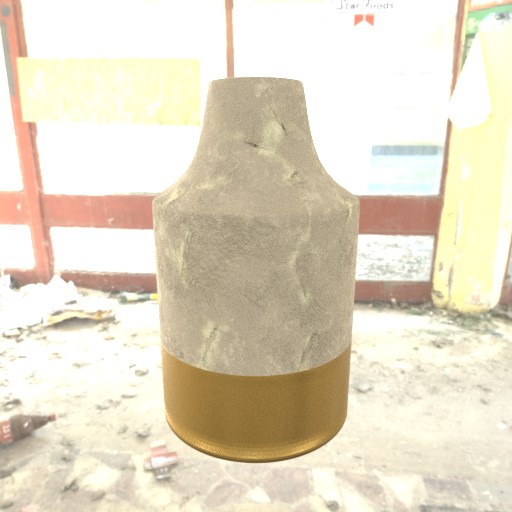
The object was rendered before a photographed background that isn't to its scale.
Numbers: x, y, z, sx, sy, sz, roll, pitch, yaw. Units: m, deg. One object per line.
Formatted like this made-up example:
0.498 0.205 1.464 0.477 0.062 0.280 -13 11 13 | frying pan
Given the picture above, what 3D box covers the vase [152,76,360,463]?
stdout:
0.000 0.000 0.415 0.184 0.305 0.184 0 15 0 | vase
